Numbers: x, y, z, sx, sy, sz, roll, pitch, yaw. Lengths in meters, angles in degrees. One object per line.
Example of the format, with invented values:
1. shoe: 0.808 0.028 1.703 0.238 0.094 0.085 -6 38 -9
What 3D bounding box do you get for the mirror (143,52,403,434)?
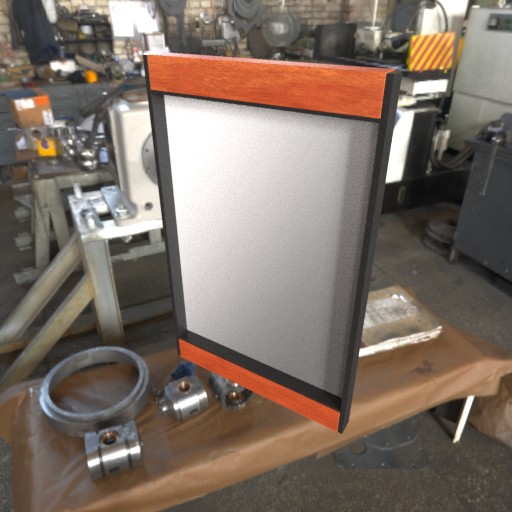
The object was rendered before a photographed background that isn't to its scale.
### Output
1. mirror: 0.000 0.000 1.015 0.525 0.823 0.047 17 34 27
